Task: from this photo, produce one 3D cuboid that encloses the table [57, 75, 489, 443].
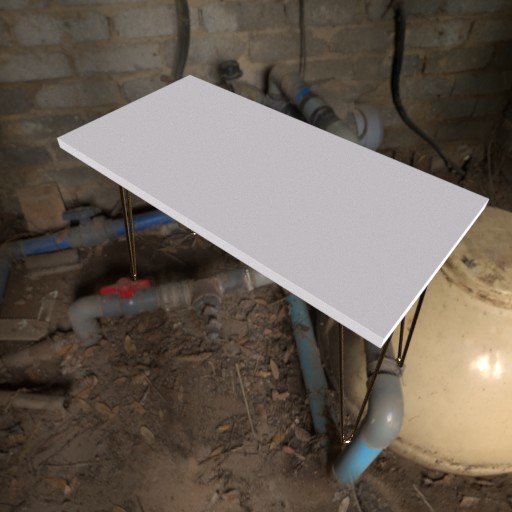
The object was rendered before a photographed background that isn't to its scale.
[{"bbox_3d":[0.000,0.000,1.354,0.991,0.660,0.498,32,54,26],"label":"table"}]
